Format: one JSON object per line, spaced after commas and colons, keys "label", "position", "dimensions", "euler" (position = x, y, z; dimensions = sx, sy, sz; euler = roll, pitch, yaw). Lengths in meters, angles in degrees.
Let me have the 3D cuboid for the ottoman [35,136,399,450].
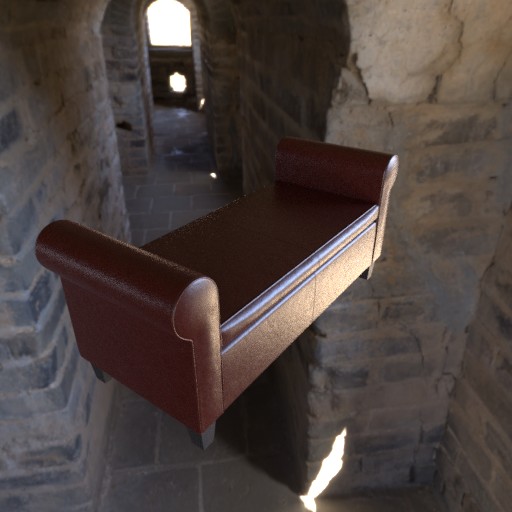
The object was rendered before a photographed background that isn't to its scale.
{"label": "ottoman", "position": [0.000, 0.000, 1.560], "dimensions": [0.521, 0.547, 1.256], "euler": [19, 34, 31]}
